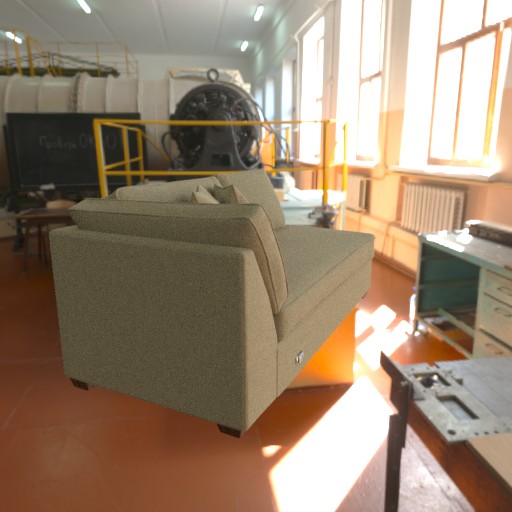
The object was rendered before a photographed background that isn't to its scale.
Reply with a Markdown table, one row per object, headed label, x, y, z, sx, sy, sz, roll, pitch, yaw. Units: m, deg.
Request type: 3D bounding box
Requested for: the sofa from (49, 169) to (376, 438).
| label | x | y | z | sx | sy | sz | roll | pitch | yaw |
| --- | --- | --- | --- | --- | --- | --- | --- | --- | --- |
| sofa | 0.000 | 0.000 | 2.891 | 1.110 | 1.033 | 2.237 | 7 | 15 | 26 |
